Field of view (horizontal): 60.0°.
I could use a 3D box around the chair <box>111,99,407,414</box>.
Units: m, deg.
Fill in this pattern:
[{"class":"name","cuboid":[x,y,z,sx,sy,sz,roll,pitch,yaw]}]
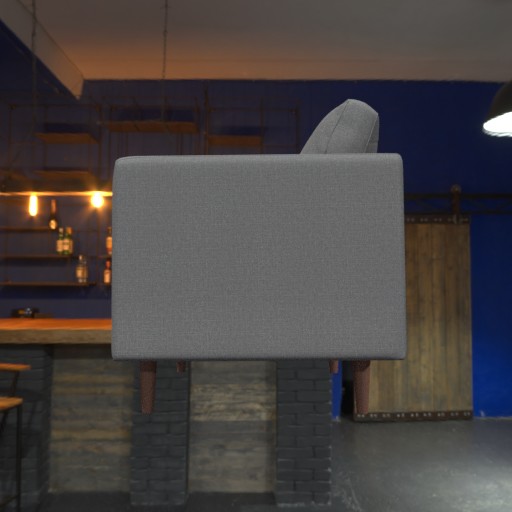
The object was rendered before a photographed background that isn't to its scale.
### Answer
[{"class":"chair","cuboid":[0.000,0.000,1.563,0.800,0.927,0.854,0,-2,1]}]
